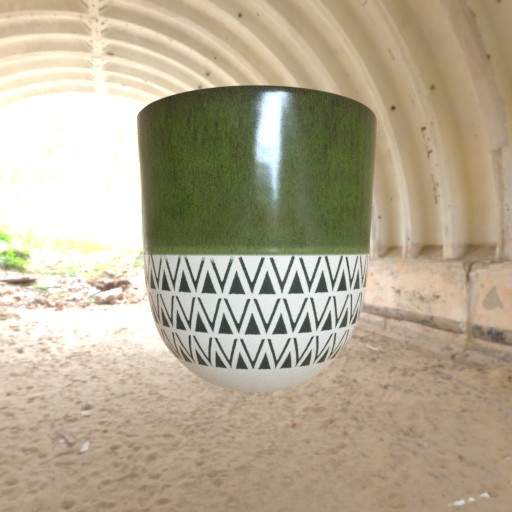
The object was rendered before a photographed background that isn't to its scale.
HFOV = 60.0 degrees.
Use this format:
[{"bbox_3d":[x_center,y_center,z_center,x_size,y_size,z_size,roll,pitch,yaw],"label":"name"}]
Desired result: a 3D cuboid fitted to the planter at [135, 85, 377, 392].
[{"bbox_3d":[0.000,0.000,0.468,0.245,0.270,0.245,0,1,0],"label":"planter"}]
